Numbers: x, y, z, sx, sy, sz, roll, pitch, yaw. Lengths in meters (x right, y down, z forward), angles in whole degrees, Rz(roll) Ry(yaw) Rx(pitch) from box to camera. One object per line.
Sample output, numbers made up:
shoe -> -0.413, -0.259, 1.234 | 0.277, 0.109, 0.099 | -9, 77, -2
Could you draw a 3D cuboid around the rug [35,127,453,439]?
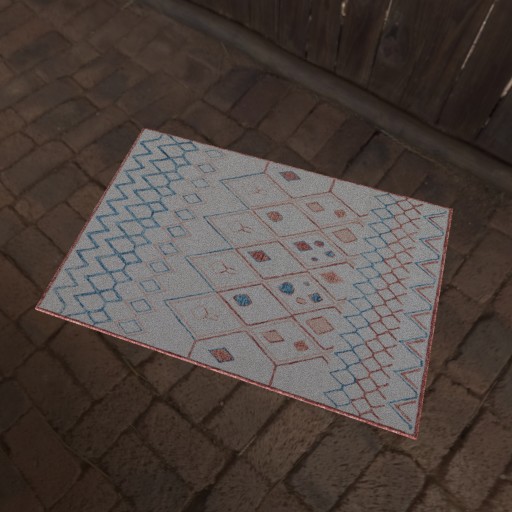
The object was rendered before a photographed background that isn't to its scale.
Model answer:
rug -> 0.000, 0.000, 2.258 | 1.829, 0.016, 1.219 | 17, 64, 8
